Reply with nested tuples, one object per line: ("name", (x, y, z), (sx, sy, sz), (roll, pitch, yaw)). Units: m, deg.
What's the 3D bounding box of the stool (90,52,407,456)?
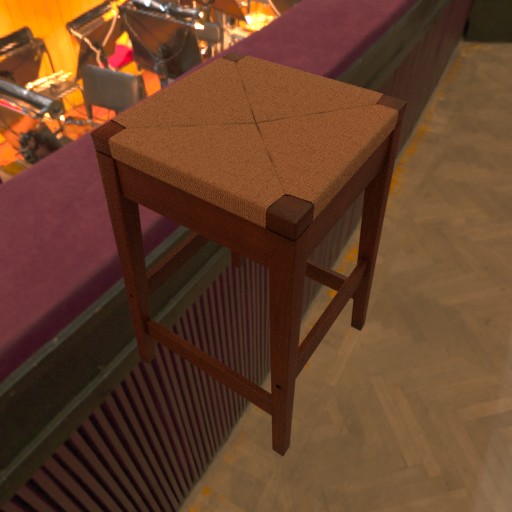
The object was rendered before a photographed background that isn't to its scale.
("stool", (0.000, 0.000, 1.098), (0.507, 0.762, 0.497), (26, 52, 23))
